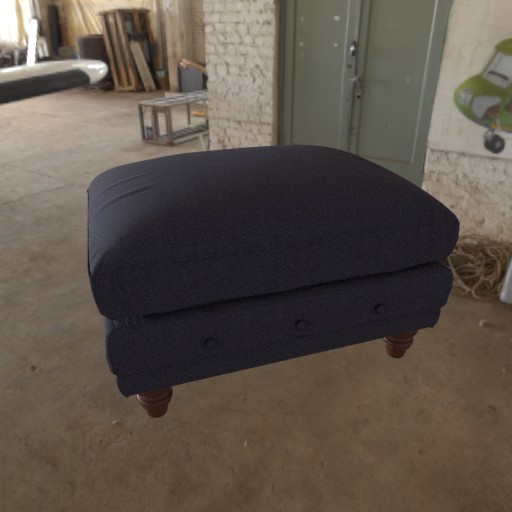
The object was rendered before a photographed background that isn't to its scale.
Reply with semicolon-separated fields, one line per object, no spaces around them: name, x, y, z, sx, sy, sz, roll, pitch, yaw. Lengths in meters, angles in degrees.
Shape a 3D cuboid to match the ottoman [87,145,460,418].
ottoman;0.000;0.000;1.127;0.767;0.486;0.558;-9;29;-16
